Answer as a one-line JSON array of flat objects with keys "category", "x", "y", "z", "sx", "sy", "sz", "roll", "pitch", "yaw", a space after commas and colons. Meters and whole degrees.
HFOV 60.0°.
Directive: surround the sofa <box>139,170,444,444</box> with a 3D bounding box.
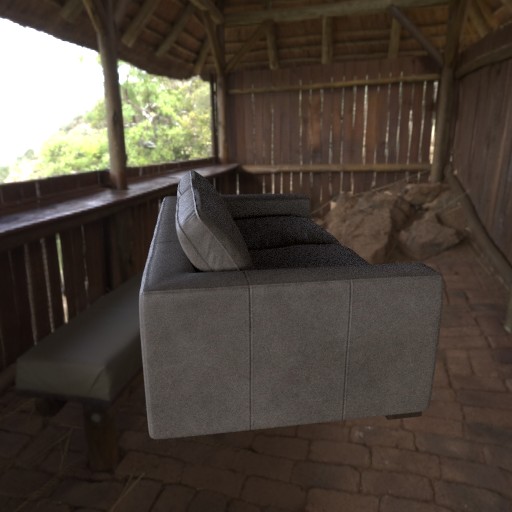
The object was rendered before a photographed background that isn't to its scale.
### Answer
[{"category": "sofa", "x": 0.000, "y": 0.000, "z": 2.394, "sx": 1.070, "sy": 0.800, "sz": 1.920, "roll": -3, "pitch": 17, "yaw": -9}]
